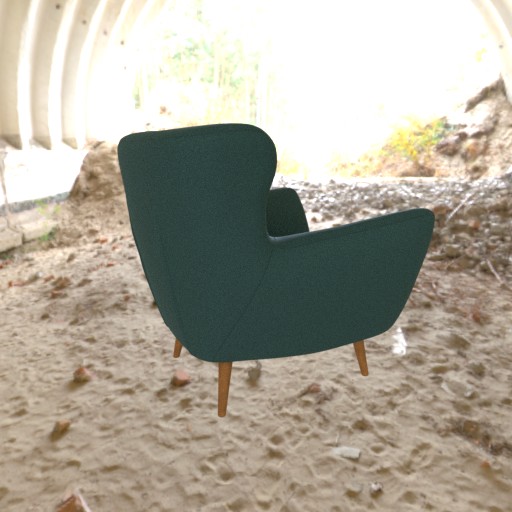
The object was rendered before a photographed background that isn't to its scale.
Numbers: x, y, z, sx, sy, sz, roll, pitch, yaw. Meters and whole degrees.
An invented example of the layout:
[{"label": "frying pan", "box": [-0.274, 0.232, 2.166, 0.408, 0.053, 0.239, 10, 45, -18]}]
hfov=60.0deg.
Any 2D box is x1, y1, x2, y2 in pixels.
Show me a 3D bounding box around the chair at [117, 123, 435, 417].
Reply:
[{"label": "chair", "box": [0.000, 0.000, 1.614, 0.889, 0.889, 0.890, -7, 16, -27]}]
